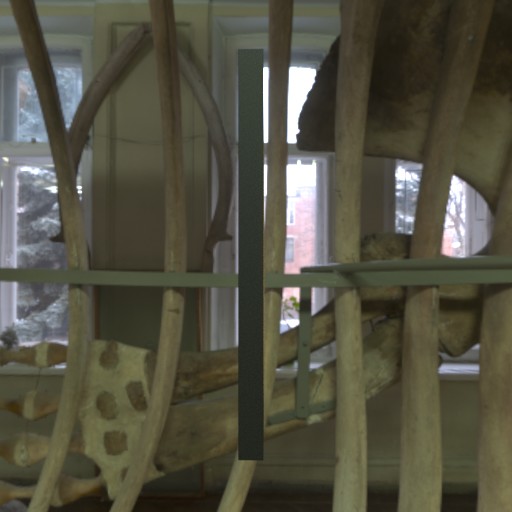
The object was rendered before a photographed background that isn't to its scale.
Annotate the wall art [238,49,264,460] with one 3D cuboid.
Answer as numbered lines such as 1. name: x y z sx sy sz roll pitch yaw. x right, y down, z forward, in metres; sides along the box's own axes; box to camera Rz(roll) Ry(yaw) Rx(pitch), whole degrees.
1. wall art: 0.000 0.000 0.774 0.028 0.460 0.561 0 -1 1
